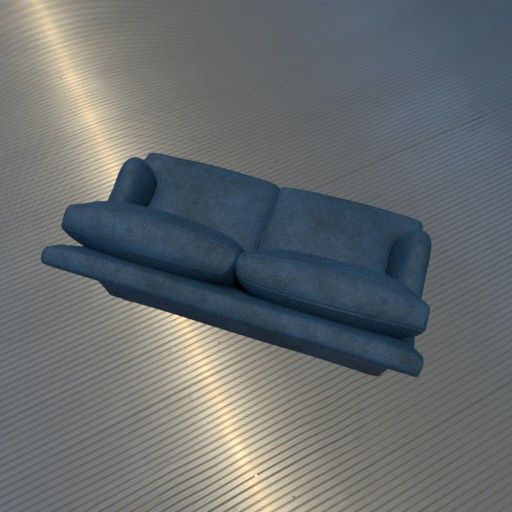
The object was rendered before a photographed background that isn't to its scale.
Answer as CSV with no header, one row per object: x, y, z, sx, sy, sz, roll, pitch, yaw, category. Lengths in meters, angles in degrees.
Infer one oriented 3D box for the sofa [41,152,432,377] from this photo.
0.000,0.000,2.564,1.853,1.101,1.084,16,65,8,sofa
